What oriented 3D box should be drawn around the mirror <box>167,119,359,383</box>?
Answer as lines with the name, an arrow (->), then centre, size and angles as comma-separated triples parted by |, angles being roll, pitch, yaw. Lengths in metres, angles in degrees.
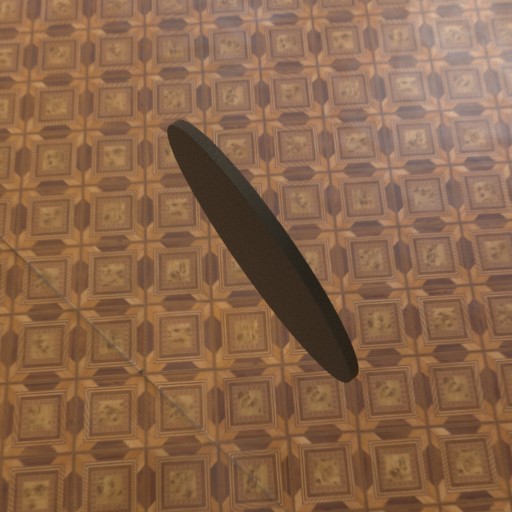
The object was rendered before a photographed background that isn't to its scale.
mirror -> 0.000, 0.000, 1.615 | 0.036, 1.077, 1.077 | -35, 78, -8
